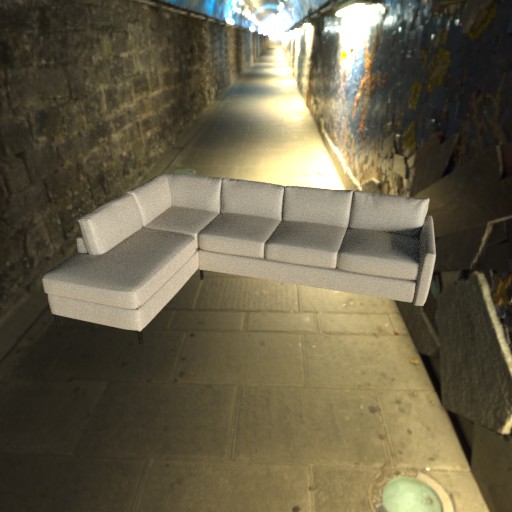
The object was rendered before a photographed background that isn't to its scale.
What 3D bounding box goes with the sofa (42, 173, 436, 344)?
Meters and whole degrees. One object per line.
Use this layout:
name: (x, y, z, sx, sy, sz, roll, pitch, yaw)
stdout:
sofa: (0.000, 0.000, 3.203, 2.423, 0.703, 1.617, 8, 28, 16)
